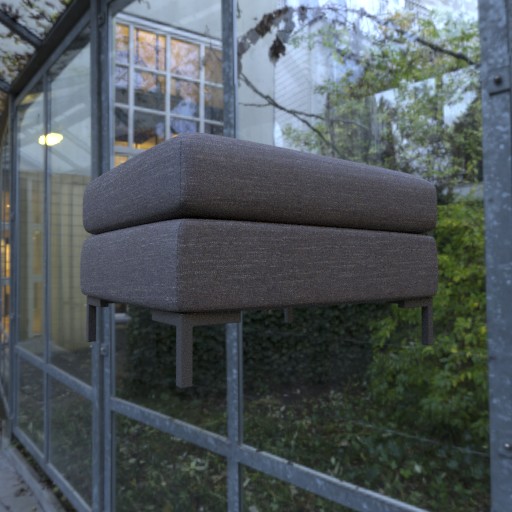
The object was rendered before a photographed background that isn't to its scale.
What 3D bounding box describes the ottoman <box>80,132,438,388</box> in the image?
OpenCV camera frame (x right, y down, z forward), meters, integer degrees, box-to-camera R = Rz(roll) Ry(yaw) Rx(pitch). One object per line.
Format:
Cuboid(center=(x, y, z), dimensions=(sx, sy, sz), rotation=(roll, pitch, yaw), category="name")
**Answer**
Cuboid(center=(0.000, 0.000, 1.256), dimensions=(0.820, 0.490, 0.671), rotation=(1, -2, -36), category="ottoman")
